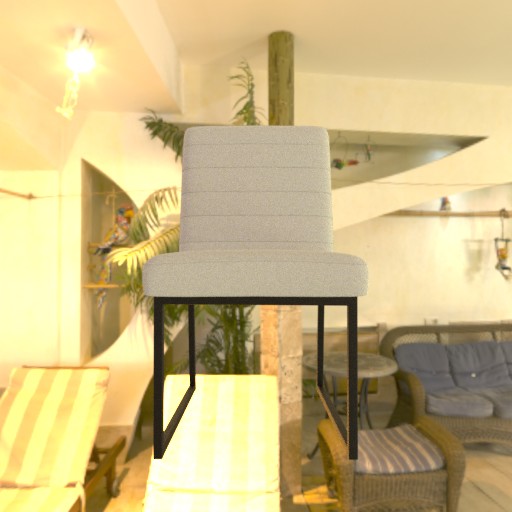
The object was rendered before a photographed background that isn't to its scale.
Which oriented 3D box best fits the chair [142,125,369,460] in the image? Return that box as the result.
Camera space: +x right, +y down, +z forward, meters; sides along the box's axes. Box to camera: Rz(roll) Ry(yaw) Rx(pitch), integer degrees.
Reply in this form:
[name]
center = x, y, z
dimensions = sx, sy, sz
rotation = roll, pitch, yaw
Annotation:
[chair]
center = 0.000, 0.000, 1.306
dimensions = 0.520, 0.930, 0.634
rotation = 0, -1, 0
